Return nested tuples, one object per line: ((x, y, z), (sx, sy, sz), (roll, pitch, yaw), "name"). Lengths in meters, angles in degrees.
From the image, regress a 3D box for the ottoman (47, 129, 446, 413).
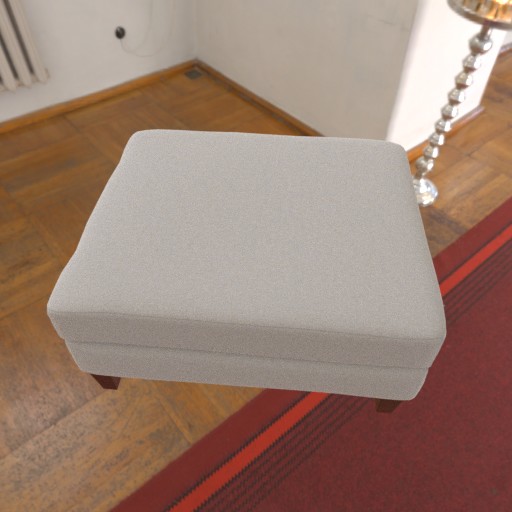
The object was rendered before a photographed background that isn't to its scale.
((0.000, 0.000, 1.446), (0.976, 0.492, 0.836), (4, 48, 3), "ottoman")
